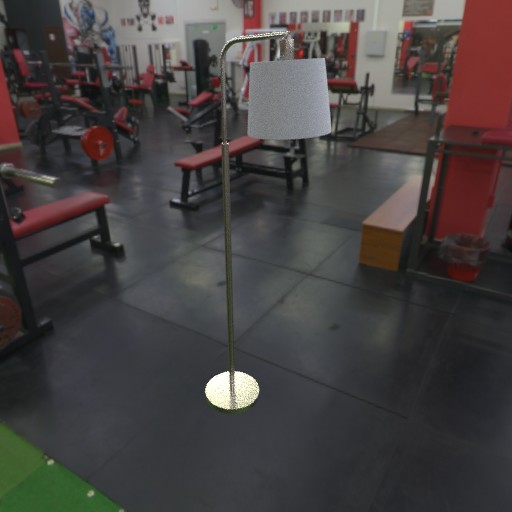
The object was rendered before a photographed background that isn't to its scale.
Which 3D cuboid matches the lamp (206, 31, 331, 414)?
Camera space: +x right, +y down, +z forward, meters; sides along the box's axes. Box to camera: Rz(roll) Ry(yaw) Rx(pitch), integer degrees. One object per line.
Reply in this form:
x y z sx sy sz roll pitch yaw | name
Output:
0.000 0.000 1.637 0.508 1.478 0.254 17 31 31 | lamp
